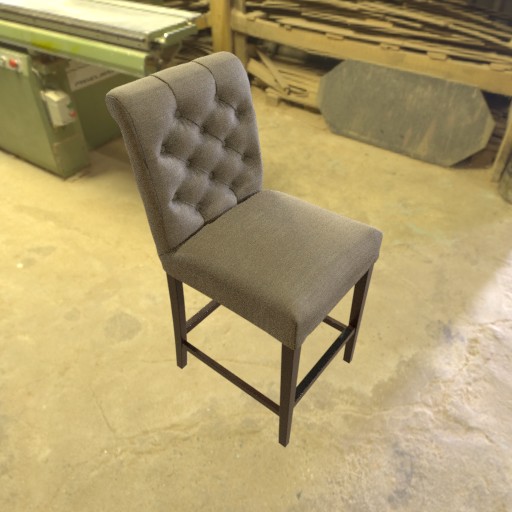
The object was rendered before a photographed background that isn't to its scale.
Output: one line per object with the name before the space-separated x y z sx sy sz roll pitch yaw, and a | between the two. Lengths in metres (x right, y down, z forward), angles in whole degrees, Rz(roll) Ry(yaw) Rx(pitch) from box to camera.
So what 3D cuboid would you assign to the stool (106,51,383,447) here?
stool | 0.000 0.000 1.454 0.660 1.084 0.486 27 47 28
